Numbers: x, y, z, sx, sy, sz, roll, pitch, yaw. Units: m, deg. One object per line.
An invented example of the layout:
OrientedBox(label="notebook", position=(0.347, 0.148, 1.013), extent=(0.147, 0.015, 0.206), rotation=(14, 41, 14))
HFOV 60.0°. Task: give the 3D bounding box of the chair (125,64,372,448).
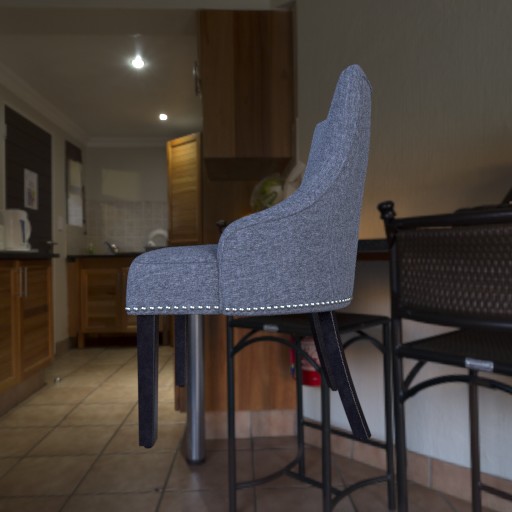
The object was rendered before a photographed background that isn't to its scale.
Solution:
OrientedBox(label="chair", position=(0.000, 0.000, 1.289), extent=(0.629, 0.909, 0.566), rotation=(0, 1, 0))
